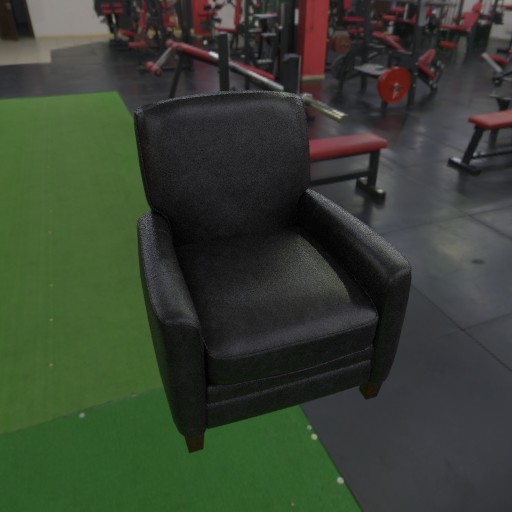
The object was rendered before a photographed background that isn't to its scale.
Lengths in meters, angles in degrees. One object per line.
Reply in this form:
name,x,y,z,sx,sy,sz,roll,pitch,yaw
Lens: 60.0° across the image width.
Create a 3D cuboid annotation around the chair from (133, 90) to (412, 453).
chair,0.000,0.000,1.652,0.848,1.014,0.864,-11,34,-16
